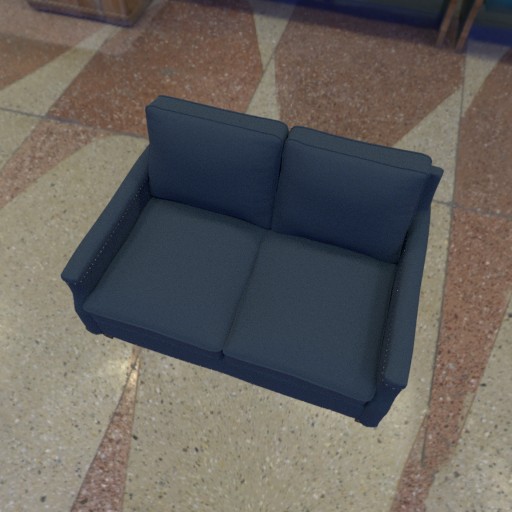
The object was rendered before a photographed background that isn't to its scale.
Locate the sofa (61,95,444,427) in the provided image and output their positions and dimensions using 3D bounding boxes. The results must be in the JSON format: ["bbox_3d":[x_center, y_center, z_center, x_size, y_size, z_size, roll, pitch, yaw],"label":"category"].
[{"bbox_3d":[0.000,0.000,2.228,1.597,1.003,1.084,16,59,10],"label":"sofa"}]
